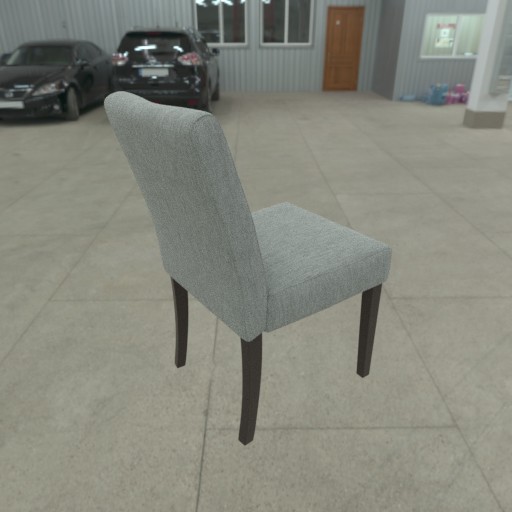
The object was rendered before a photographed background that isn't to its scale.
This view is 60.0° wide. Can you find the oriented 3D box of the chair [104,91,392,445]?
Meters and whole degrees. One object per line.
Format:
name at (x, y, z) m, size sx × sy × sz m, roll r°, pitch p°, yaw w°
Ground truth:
chair at (0.000, 0.000, 1.261) m, size 0.629 × 0.884 × 0.487 m, roll -18°, pitch 32°, yaw -32°
